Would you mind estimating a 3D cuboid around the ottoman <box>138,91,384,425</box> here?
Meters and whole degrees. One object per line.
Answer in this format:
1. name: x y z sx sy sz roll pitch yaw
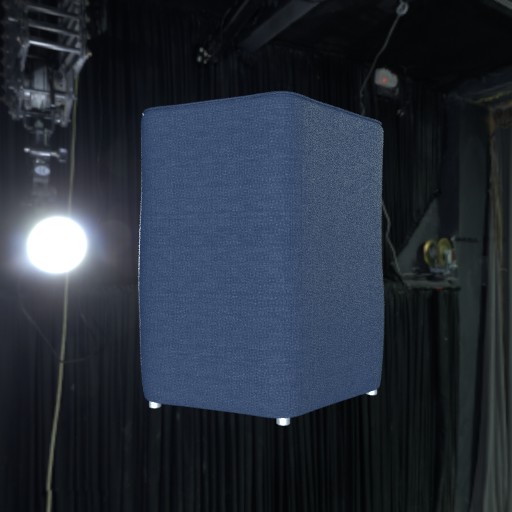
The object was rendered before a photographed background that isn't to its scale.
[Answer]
1. ottoman: 0.000 0.000 0.888 0.492 0.505 0.454 0 0 -36
